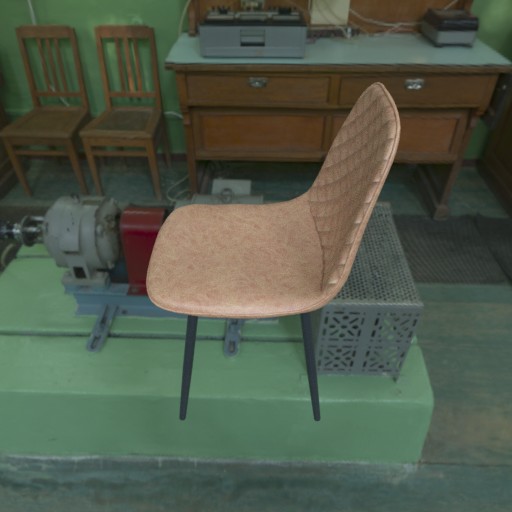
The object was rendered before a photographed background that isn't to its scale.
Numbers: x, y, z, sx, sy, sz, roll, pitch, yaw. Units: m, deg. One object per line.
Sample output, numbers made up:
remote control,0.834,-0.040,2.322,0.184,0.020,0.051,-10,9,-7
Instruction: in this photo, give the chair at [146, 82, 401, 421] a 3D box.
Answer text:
chair,0.000,0.000,1.202,0.561,0.889,0.472,0,41,0
